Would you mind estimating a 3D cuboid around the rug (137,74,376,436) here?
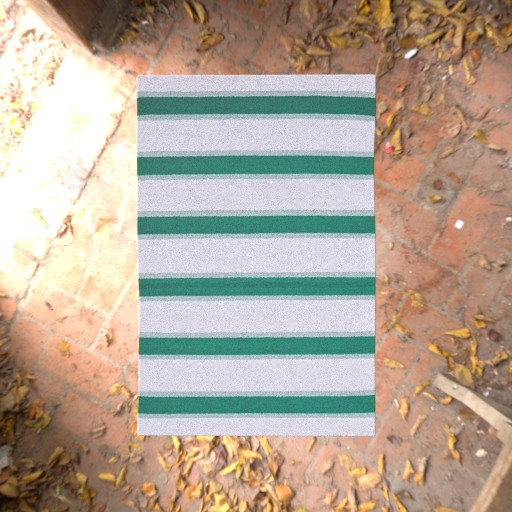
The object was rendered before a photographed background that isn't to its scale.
[{"bbox_3d":[0.000,0.000,2.249,1.210,0.012,1.829,0,90,0],"label":"rug"}]
